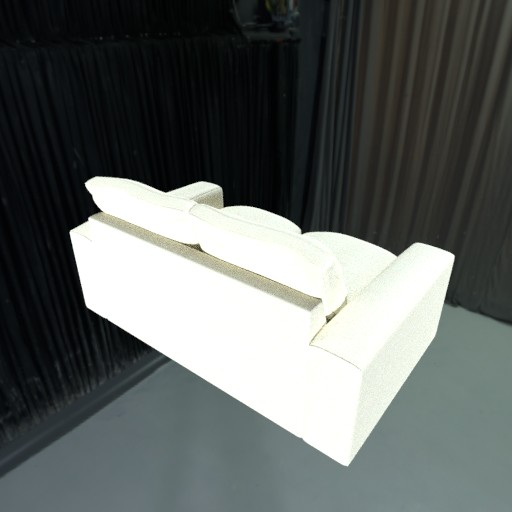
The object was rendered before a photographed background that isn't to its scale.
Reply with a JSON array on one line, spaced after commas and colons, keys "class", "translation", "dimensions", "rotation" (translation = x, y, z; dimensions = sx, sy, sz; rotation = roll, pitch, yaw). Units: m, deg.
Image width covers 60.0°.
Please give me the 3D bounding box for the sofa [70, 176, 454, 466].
[{"class": "sofa", "translation": [0.000, 0.000, 2.371], "dimensions": [1.754, 0.875, 1.091], "rotation": [21, 35, 33]}]
